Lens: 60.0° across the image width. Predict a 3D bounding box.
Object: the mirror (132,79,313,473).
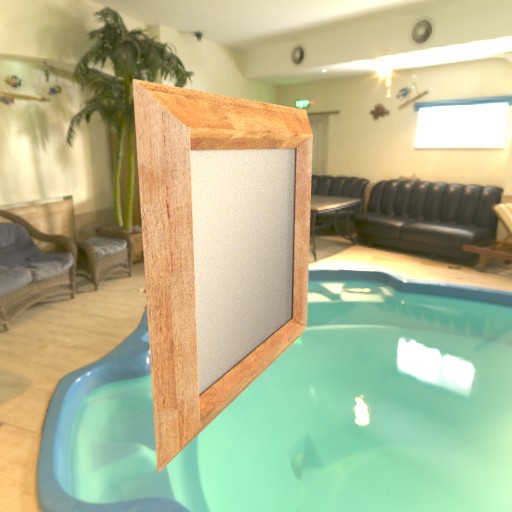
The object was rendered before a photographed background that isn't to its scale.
[{"bbox_3d":[0.000,0.000,0.969,0.047,0.651,0.651,7,16,27],"label":"mirror"}]
